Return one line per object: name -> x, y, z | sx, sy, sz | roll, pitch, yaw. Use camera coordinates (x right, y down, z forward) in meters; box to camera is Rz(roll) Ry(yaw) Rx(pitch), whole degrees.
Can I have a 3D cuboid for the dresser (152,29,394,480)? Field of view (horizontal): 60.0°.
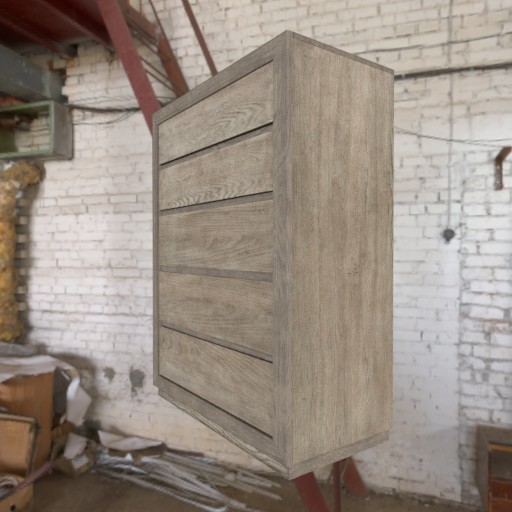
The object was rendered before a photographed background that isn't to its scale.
dresser -> 0.000, 0.000, 1.793 | 0.483, 1.295, 0.967 | -1, 1, -36
